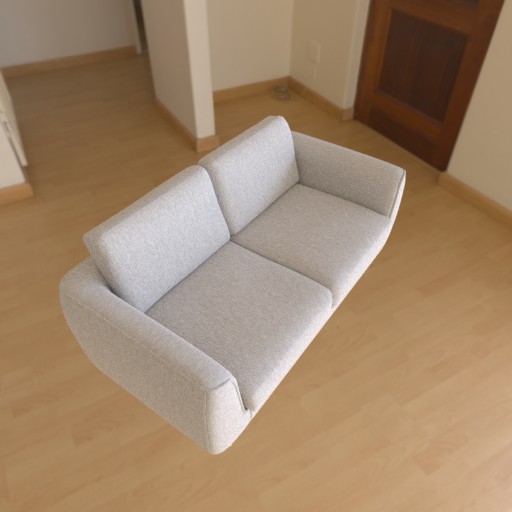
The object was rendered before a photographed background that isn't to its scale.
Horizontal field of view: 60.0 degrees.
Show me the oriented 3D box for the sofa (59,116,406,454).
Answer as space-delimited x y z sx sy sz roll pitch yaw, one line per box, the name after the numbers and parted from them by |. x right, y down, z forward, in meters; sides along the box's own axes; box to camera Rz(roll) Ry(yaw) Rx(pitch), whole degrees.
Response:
0.000 0.000 2.225 0.920 0.850 1.700 26 49 25 | sofa
